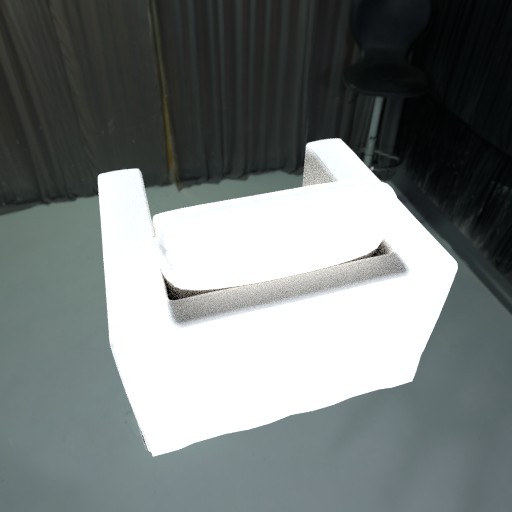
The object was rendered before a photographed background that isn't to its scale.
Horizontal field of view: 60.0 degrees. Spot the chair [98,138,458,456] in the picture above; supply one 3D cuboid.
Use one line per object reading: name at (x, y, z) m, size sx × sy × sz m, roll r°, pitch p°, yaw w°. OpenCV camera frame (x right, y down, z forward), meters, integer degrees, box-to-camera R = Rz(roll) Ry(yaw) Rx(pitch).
chair at (0.000, 0.000, 1.788) m, size 1.150 × 0.878 × 0.957 m, roll -12°, pitch 43°, yaw -13°
